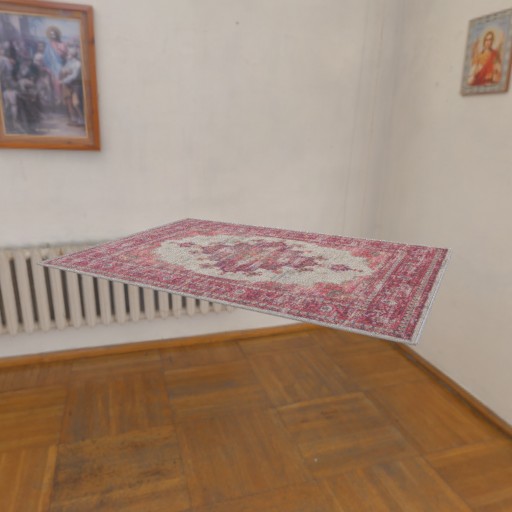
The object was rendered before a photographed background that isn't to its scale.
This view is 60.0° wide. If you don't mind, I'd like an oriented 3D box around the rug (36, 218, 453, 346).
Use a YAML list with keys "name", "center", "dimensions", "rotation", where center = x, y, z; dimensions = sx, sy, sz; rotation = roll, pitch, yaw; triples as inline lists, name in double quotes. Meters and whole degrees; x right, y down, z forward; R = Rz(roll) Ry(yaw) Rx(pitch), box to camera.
- name: "rug"
  center: [0.000, 0.000, 2.866]
  dimensions: [2.232, 0.011, 1.555]
  rotation: [9, 19, 27]
